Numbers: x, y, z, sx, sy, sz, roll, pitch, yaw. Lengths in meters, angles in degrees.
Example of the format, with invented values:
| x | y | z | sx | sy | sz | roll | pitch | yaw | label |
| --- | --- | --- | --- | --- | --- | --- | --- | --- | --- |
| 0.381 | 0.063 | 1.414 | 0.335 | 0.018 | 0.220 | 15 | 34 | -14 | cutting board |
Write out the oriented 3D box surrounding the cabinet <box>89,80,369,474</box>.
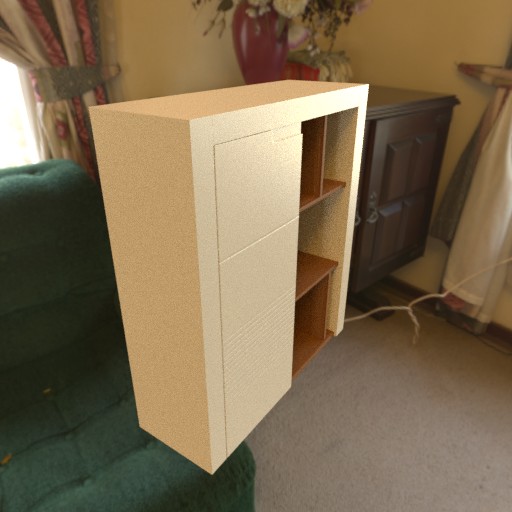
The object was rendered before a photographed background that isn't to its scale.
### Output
| x | y | z | sx | sy | sz | roll | pitch | yaw | label |
| --- | --- | --- | --- | --- | --- | --- | --- | --- | --- |
| 0.000 | 0.000 | 1.659 | 0.348 | 1.150 | 0.990 | 17 | 31 | 31 | cabinet |
